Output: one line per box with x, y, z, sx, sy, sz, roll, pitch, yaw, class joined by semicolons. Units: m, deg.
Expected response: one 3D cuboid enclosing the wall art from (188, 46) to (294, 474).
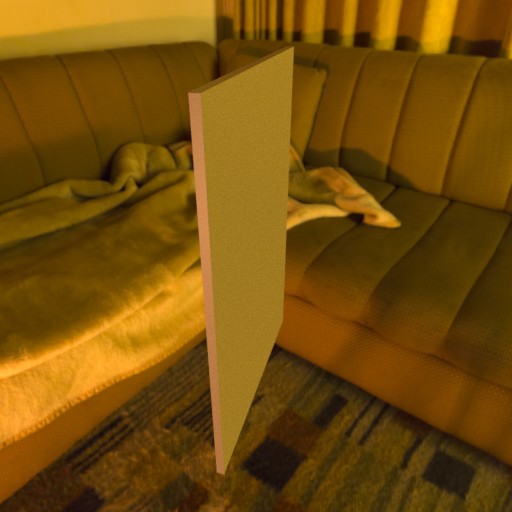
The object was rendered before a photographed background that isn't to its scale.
0.000;0.000;0.588;0.010;0.474;0.325;9;32;14;wall art
